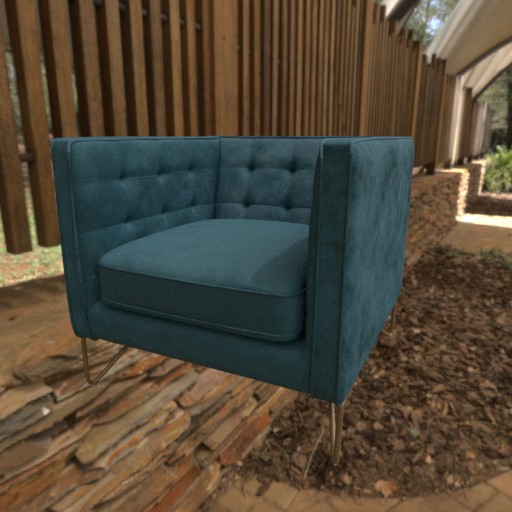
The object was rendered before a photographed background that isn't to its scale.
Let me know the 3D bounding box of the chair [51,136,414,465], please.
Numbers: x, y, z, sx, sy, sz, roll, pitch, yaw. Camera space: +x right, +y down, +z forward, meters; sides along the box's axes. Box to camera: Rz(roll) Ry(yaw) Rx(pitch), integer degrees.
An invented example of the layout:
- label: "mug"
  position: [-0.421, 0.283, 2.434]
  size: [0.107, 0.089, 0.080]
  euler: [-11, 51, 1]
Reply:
- label: "chair"
  position: [0.000, 0.000, 1.509]
  size: [0.880, 0.790, 0.894]
  euler: [7, 17, 25]
